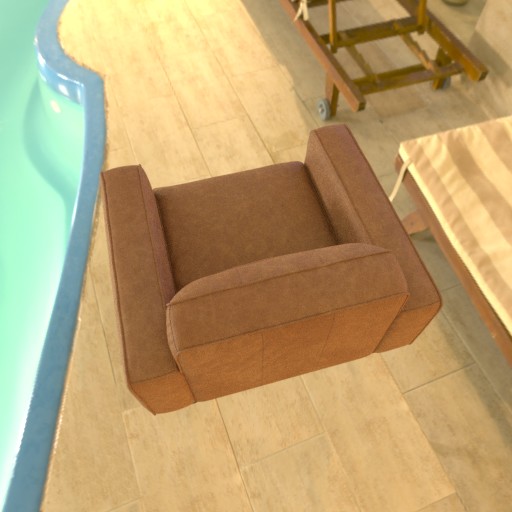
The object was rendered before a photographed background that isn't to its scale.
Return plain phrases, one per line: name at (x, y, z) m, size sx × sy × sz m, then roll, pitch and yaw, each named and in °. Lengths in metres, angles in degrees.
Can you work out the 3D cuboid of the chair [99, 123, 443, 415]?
chair at (0.000, 0.000, 1.810) m, size 1.118 × 0.782 × 0.952 m, roll -13°, pitch 59°, yaw -8°
